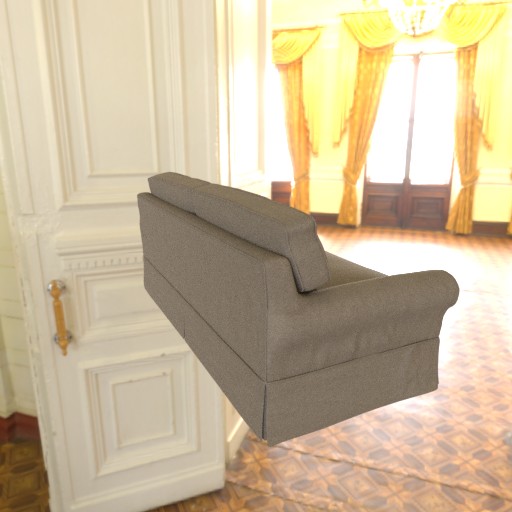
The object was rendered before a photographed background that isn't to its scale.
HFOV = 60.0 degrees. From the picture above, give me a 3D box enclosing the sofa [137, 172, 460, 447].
[{"bbox_3d":[0.000,0.000,2.756,0.991,0.943,2.248,-7,17,-25],"label":"sofa"}]
